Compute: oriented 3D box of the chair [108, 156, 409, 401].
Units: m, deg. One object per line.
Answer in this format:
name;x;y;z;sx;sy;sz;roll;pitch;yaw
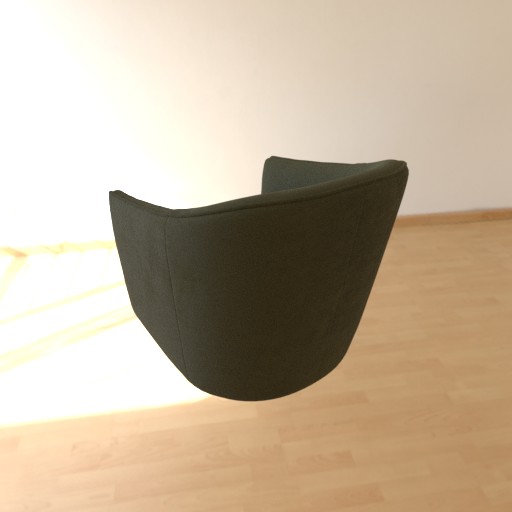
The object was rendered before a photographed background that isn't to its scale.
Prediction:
chair;0.000;0.000;1.504;0.747;0.799;0.875;-19;35;-29
